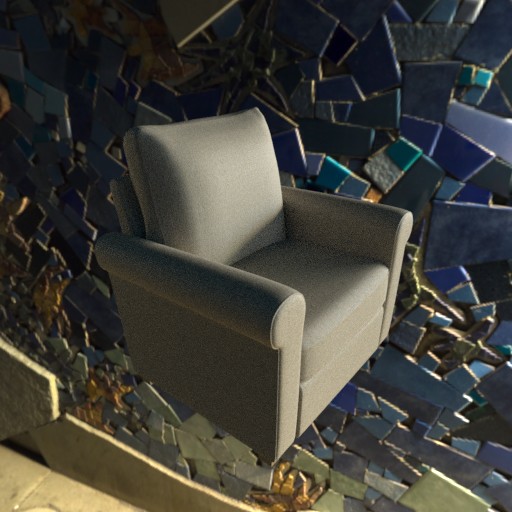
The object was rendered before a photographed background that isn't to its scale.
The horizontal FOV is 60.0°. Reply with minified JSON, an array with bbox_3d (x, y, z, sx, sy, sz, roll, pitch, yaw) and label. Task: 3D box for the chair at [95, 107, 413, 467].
[{"bbox_3d":[0.000,0.000,2.316,1.180,1.349,1.275,19,32,34],"label":"chair"}]
